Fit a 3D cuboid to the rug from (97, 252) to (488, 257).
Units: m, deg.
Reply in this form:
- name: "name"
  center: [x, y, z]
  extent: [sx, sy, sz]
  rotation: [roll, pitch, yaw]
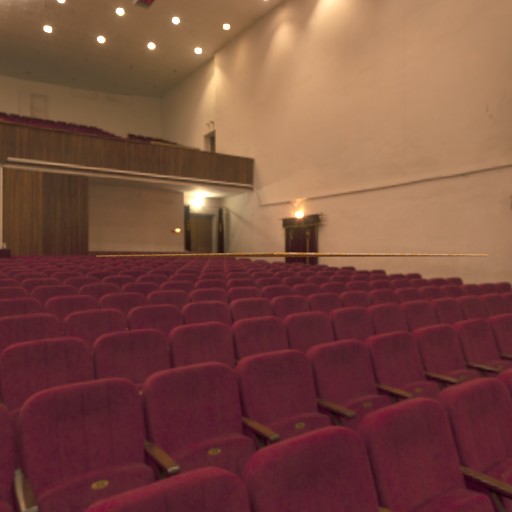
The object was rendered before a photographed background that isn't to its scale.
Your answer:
- name: "rug"
  center: [0.000, 0.000, 3.070]
  extent: [1.511, 0.010, 2.424]
  rotation: [0, 0, -35]
